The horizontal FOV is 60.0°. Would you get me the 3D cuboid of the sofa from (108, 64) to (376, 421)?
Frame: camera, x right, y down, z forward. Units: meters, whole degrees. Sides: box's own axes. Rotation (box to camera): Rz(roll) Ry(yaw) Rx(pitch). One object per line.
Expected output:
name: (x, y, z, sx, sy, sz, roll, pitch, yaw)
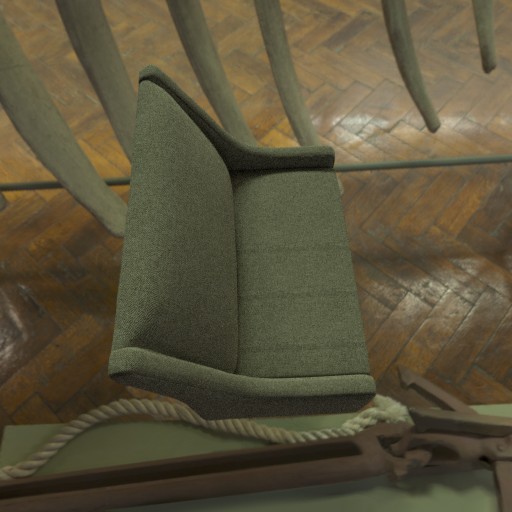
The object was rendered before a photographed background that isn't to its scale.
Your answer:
sofa: (0.000, 0.000, 1.899, 0.870, 1.021, 1.242, -3, 62, -1)
